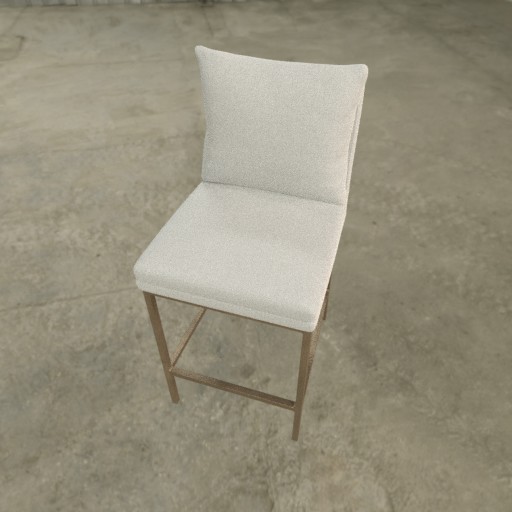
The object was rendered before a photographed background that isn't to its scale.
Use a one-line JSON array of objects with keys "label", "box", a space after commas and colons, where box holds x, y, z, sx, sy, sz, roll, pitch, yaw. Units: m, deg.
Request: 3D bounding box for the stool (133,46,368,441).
[{"label": "stool", "box": [0.000, 0.000, 1.315, 0.463, 1.032, 0.572, 12, 45, 13]}]
